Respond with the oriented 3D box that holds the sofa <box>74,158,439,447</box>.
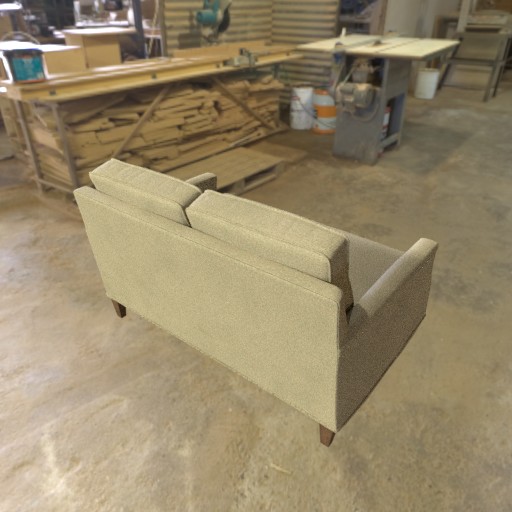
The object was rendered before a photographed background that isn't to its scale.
[{"bbox_3d":[0.000,0.000,2.354,1.597,1.003,1.084,22,37,32],"label":"sofa"}]
